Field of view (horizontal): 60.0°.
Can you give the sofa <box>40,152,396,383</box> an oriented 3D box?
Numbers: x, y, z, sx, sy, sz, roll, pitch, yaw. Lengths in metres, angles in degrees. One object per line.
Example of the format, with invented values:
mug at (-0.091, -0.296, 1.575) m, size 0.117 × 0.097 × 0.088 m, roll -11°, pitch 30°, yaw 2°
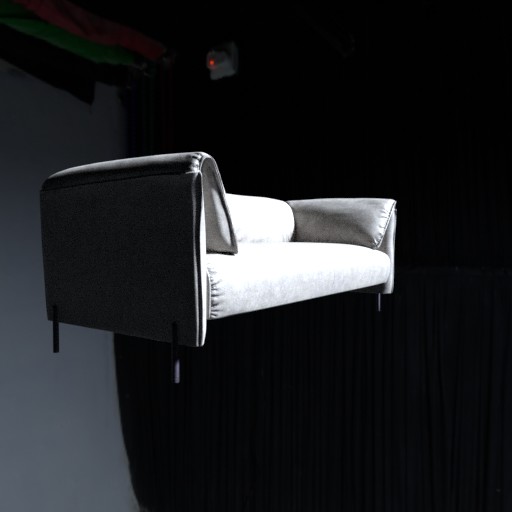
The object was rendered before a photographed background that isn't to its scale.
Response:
sofa at (0.000, 0.000, 2.322) m, size 0.905 × 0.747 × 1.878 m, roll 1°, pitch 2°, yaw 35°
